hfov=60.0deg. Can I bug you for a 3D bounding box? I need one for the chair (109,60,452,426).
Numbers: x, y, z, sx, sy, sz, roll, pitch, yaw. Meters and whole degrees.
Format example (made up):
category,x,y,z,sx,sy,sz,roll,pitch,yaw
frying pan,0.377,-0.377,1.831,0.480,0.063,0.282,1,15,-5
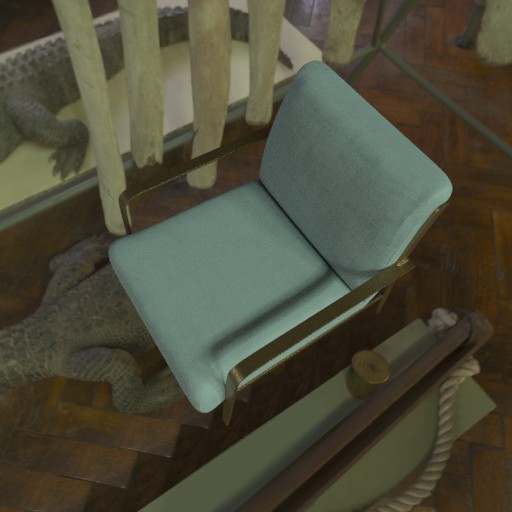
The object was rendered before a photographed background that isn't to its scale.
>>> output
category,x,y,z,sx,sy,sz,roll,pitch,yaw
chair,0.000,0.000,1.482,0.842,0.824,0.701,-31,66,-15
